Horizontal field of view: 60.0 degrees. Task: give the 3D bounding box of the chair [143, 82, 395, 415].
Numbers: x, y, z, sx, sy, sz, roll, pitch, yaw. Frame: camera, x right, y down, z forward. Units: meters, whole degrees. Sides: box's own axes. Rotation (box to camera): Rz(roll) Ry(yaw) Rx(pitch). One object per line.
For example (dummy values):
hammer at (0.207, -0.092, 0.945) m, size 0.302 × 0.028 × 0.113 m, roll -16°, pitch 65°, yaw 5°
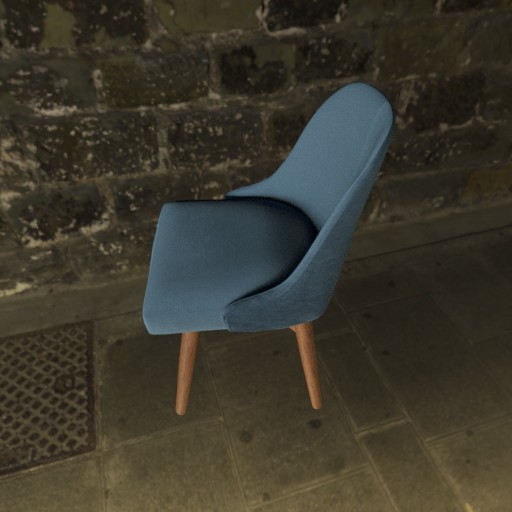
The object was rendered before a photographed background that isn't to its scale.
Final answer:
chair at (0.000, 0.000, 1.249) m, size 0.589 × 0.882 × 0.503 m, roll -2°, pitch 42°, yaw -2°
